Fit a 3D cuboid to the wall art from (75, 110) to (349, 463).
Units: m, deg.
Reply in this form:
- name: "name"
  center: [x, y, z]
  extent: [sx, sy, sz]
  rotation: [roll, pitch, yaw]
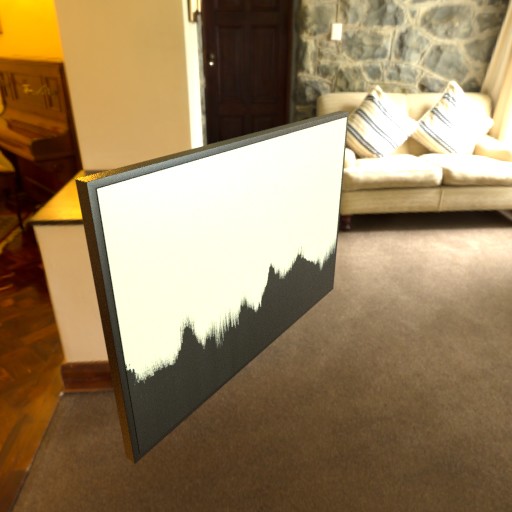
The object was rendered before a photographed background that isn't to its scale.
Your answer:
- name: "wall art"
  center: [0.000, 0.000, 0.828]
  extent: [0.022, 0.446, 0.659]
  rotation: [18, 31, 32]
